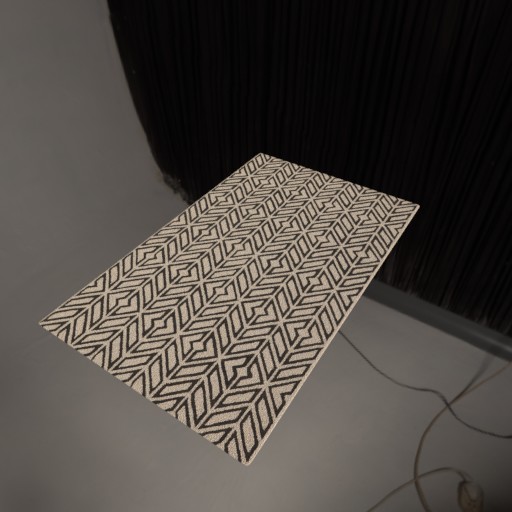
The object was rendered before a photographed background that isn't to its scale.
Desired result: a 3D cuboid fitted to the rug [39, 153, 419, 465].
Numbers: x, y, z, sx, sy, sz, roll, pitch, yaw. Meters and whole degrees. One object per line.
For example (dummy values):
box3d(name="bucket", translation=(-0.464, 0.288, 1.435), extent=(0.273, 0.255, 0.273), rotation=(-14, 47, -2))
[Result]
box3d(name="rug", translation=(0.000, 0.000, 3.089), extent=(1.523, 0.008, 2.438), rotation=(24, 47, 24))
